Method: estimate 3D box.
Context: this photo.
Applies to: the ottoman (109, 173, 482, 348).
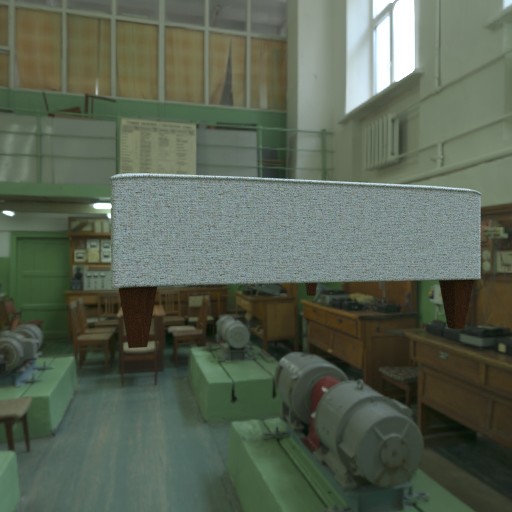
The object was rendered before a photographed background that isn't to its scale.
[{"bbox_3d":[0.000,0.000,1.213,0.736,0.303,0.835,0,0,-16],"label":"ottoman"}]
